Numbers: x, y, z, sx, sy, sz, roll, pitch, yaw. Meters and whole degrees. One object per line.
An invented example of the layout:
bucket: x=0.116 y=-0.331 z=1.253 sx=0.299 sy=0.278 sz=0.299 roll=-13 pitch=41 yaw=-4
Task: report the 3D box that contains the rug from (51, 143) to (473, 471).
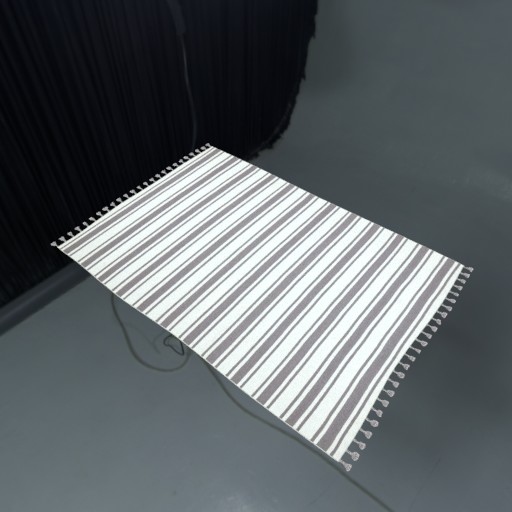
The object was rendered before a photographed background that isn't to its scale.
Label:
rug: x=0.000 y=0.000 z=3.779 sx=3.040 sy=0.017 sz=2.030 roll=30 pitch=54 yaw=25
